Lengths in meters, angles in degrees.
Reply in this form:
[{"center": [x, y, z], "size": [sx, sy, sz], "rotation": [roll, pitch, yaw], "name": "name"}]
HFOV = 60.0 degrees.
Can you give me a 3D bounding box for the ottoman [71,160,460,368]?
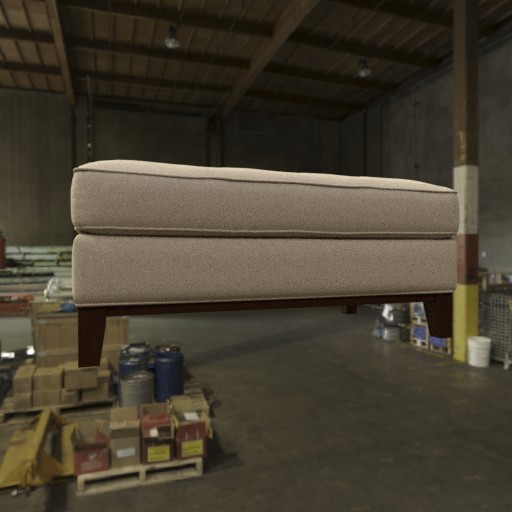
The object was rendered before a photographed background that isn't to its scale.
[{"center": [0.000, 0.000, 1.485], "size": [1.143, 0.508, 0.648], "rotation": [0, 1, -19], "name": "ottoman"}]
